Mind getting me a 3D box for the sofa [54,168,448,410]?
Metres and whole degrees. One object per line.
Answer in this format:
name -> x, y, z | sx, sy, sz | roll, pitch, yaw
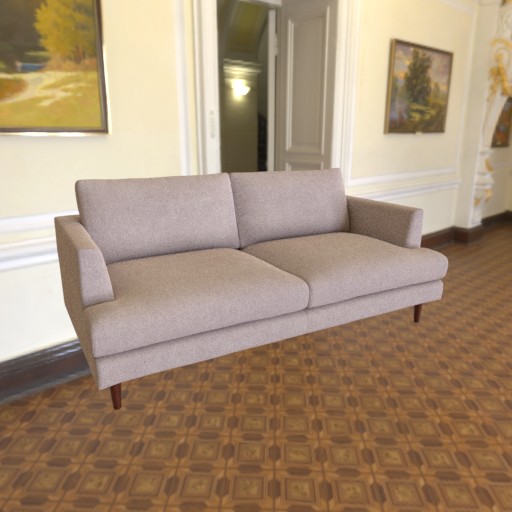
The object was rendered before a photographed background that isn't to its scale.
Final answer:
sofa -> 0.000, 0.000, 2.466 | 1.948, 0.868, 1.020 | -9, 18, -28
